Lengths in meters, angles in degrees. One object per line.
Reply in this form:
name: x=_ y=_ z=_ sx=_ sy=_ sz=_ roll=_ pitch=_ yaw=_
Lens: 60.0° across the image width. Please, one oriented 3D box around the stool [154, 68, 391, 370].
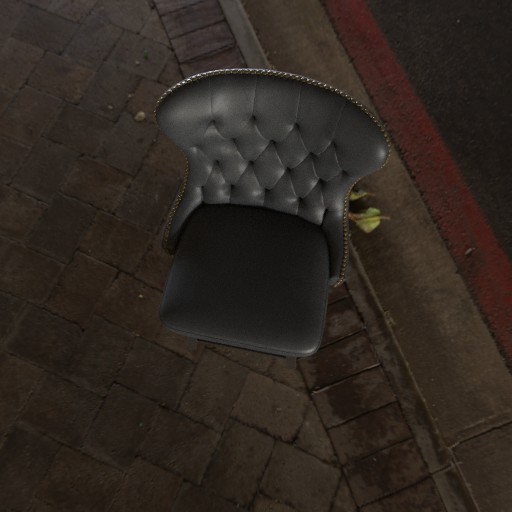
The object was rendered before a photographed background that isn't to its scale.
stool: x=0.000 y=0.000 z=1.340 sx=0.528 sy=0.971 sz=0.593 roll=11 pitch=76 yaw=3
